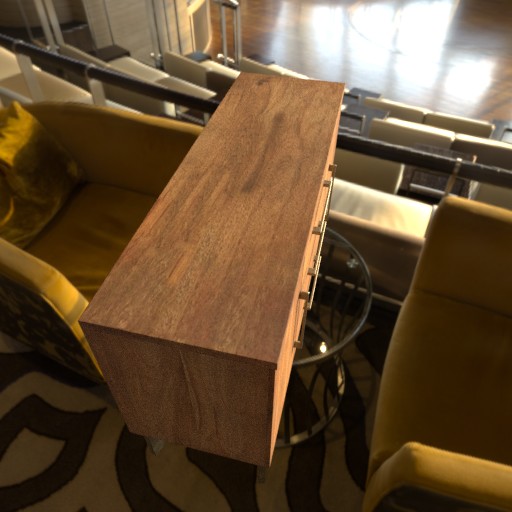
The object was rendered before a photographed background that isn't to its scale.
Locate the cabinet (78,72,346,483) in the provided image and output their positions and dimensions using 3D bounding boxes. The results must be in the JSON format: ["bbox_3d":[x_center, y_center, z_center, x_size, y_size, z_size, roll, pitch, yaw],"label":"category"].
[{"bbox_3d":[0.000,0.000,1.703,0.480,0.812,1.373,10,46,10],"label":"cabinet"}]
